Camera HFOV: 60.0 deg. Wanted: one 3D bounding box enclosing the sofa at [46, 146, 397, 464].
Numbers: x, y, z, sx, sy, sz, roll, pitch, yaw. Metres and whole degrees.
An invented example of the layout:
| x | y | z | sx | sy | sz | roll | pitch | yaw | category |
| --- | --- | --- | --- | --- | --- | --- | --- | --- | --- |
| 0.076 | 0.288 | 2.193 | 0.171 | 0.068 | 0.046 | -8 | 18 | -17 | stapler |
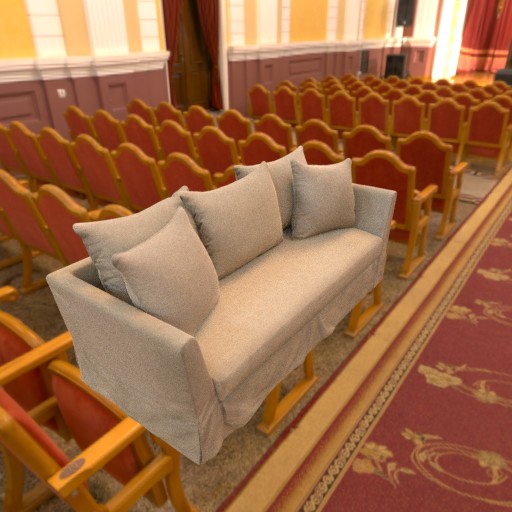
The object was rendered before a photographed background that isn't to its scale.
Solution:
| x | y | z | sx | sy | sz | roll | pitch | yaw | category |
| --- | --- | --- | --- | --- | --- | --- | --- | --- | --- |
| 0.000 | 0.000 | 2.895 | 1.031 | 1.034 | 2.290 | 19 | 33 | 32 | sofa |
